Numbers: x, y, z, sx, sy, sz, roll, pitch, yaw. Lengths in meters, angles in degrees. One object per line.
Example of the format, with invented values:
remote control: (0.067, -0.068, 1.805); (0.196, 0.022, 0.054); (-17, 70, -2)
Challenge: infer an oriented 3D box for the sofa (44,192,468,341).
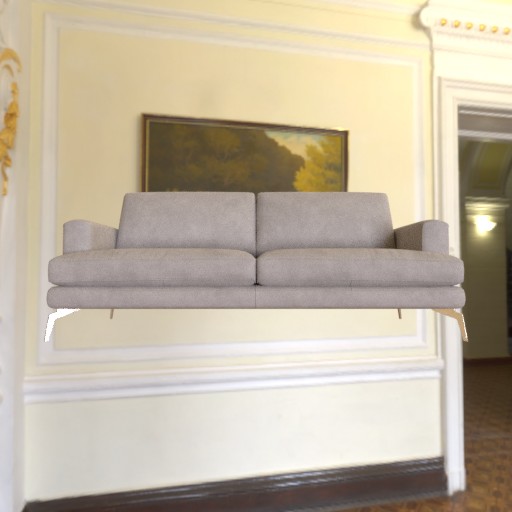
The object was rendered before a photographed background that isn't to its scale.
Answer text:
sofa: (0.000, 0.000, 2.573); (2.013, 0.830, 0.980); (0, -2, 0)
